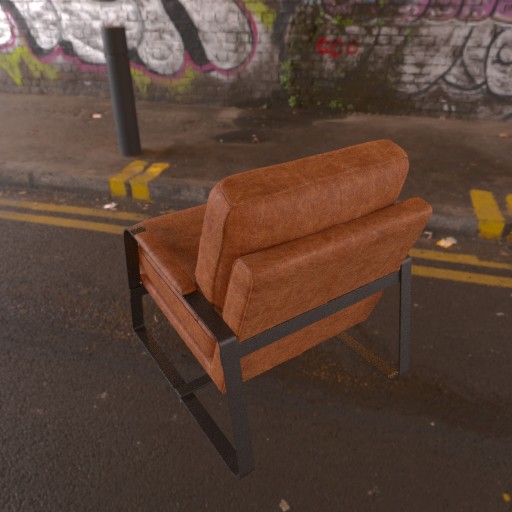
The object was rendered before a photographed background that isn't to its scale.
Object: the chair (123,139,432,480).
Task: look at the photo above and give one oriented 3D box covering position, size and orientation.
[{"bbox_3d":[0.000,0.000,1.385,0.651,0.777,0.801,-19,36,-29],"label":"chair"}]
